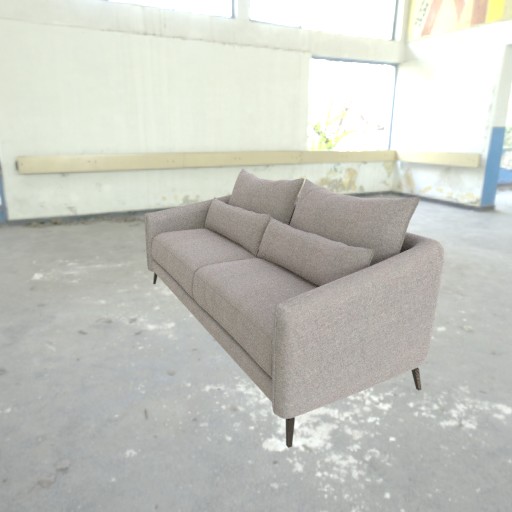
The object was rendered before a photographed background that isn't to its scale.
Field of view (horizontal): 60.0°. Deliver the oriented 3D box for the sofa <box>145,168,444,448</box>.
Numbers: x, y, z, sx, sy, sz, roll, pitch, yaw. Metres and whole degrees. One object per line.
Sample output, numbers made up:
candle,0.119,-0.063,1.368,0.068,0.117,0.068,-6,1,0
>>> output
sofa,0.000,0.000,2.476,0.809,0.833,2.022,-8,17,-25
